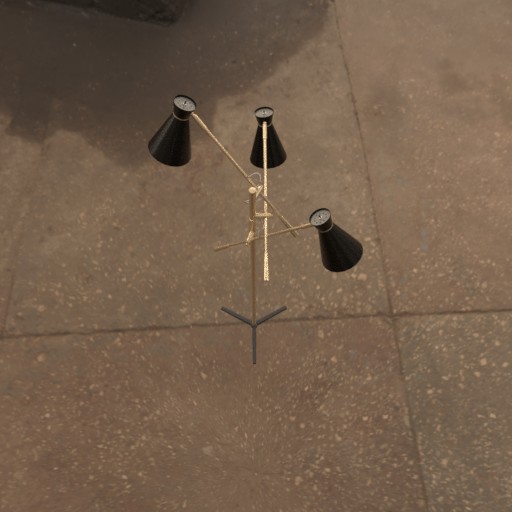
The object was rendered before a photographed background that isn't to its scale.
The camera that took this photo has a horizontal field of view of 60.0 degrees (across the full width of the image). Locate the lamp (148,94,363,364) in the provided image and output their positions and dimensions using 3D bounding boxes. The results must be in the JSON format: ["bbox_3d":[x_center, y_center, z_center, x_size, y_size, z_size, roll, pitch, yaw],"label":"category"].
[{"bbox_3d":[0.000,0.000,2.161,0.750,1.804,0.653,-1,64,0],"label":"lamp"}]
